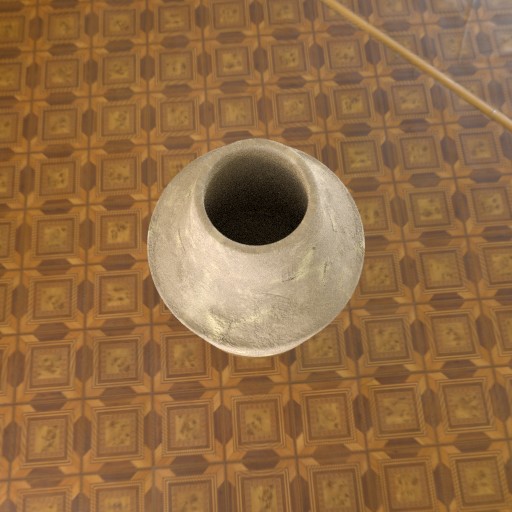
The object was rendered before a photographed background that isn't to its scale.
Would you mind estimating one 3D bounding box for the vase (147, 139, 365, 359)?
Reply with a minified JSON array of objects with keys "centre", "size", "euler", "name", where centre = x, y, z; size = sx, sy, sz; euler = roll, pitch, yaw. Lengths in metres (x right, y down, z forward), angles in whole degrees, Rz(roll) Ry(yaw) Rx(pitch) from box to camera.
[{"centre":[0.000,0.000,0.425],"size":[0.184,0.305,0.184],"euler":[0,75,0],"name":"vase"}]
